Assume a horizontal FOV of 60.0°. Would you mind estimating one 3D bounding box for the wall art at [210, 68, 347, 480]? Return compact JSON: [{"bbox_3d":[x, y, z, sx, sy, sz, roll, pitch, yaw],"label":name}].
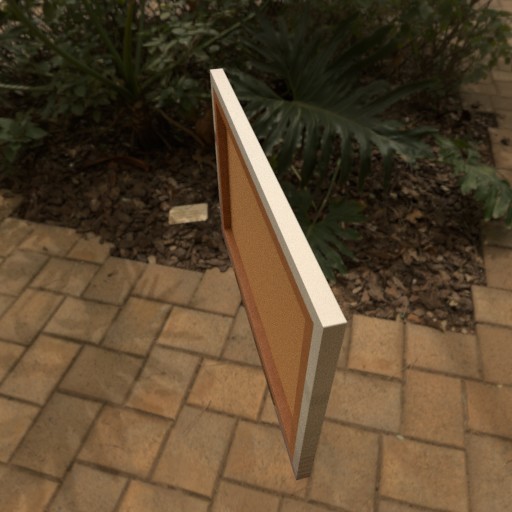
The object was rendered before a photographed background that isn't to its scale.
[{"bbox_3d":[0.000,0.000,1.152,0.037,0.609,0.916,-10,46,-10],"label":"wall art"}]
